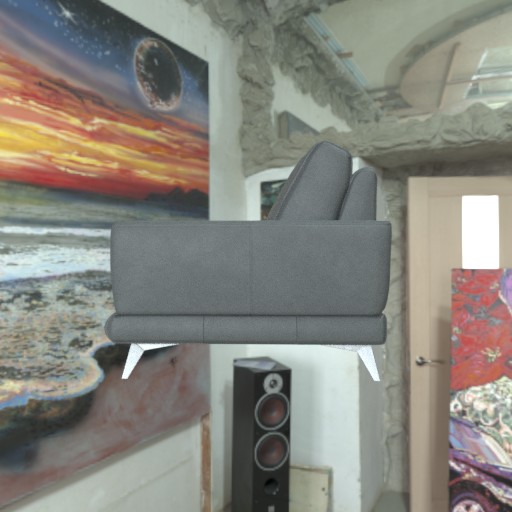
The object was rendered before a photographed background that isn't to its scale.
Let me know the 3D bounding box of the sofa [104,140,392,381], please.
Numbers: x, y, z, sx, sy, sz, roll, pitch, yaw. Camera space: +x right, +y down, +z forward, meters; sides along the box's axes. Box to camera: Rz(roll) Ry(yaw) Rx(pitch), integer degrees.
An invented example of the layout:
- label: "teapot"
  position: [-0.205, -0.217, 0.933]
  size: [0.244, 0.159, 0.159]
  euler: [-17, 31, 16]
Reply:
- label: "sofa"
  position: [0.000, 0.000, 2.409]
  size: [1.018, 0.907, 1.806]
  euler: [0, -1, 2]
